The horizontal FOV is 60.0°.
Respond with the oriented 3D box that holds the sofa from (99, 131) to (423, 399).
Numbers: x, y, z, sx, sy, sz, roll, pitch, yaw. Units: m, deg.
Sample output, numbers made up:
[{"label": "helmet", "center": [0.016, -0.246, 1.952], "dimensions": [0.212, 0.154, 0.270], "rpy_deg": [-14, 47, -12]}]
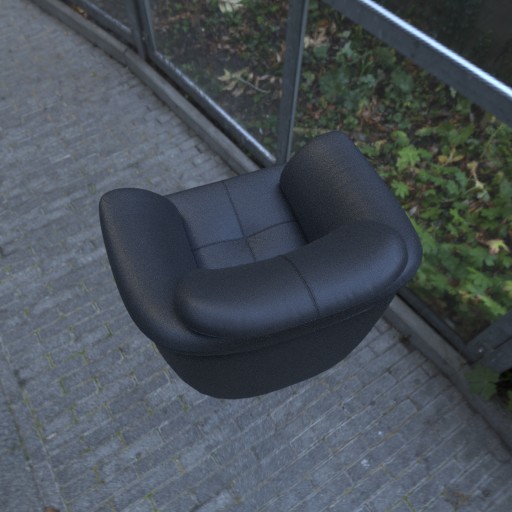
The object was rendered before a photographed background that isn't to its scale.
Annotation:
[{"label": "sofa", "center": [0.000, 0.000, 1.449], "dimensions": [0.870, 0.811, 0.794], "rpy_deg": [-17, 61, -10]}]
